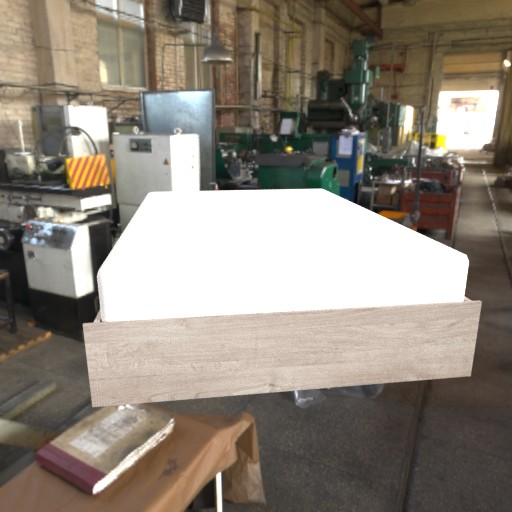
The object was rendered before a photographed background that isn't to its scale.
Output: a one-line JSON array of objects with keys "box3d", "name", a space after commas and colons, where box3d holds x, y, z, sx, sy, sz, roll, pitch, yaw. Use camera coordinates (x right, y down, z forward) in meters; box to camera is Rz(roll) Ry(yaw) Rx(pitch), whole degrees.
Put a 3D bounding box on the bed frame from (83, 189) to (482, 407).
[{"box3d": [0.000, 0.000, 2.519, 1.445, 0.497, 1.945, -2, 16, -8], "name": "bed frame"}]
